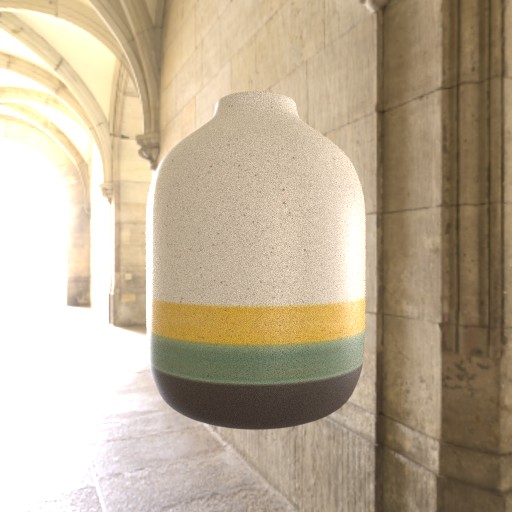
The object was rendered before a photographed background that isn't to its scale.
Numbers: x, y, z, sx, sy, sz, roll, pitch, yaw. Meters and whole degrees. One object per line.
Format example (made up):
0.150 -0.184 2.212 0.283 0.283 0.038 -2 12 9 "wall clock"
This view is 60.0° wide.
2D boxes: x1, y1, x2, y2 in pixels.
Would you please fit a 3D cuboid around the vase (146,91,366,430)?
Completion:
0.000 0.000 0.353 0.169 0.240 0.169 0 0 0 "vase"
